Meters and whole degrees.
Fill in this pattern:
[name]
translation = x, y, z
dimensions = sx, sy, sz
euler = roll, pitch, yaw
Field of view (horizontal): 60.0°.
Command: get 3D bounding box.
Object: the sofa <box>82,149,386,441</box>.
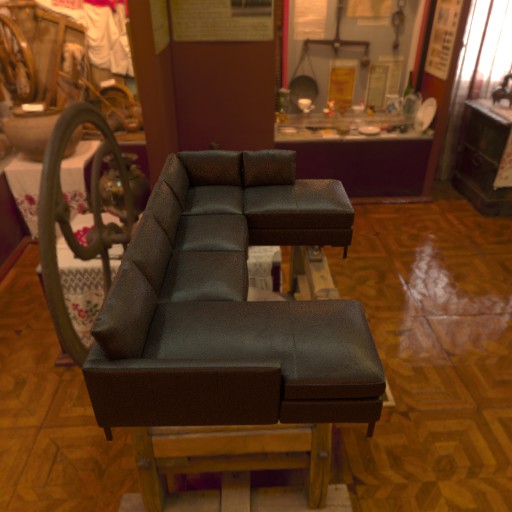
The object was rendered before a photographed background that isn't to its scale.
[sofa]
translation = 0.000, 0.000, 3.742
dimensions = 1.939, 0.900, 2.956
euler = 0, 32, -1
